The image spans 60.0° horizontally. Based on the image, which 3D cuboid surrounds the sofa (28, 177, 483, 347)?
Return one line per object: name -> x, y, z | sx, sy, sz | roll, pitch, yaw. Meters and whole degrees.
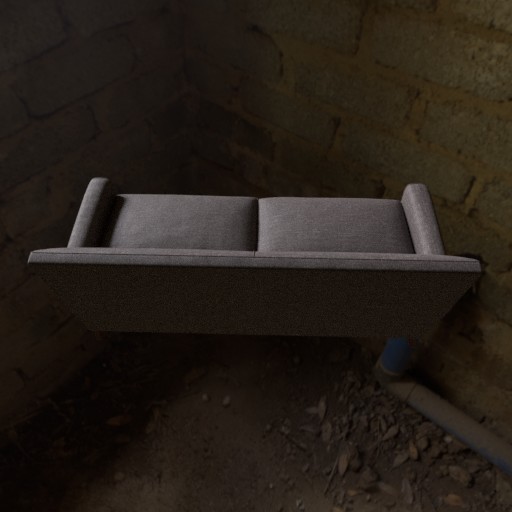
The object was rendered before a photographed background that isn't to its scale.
sofa -> 0.000, 0.000, 2.437 | 1.976, 0.846, 0.875 | 1, 48, 1
